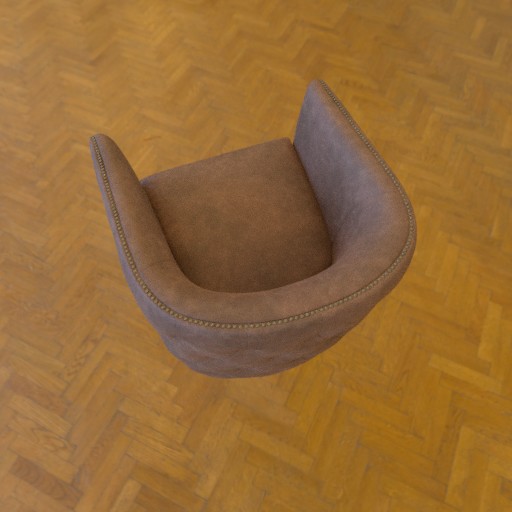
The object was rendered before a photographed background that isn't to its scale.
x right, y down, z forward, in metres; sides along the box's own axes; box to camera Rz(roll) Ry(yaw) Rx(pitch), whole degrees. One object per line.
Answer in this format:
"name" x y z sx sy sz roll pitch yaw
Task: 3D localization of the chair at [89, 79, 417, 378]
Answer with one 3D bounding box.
"chair" 0.000 0.000 1.539 0.850 0.790 0.870 -18 60 -11
